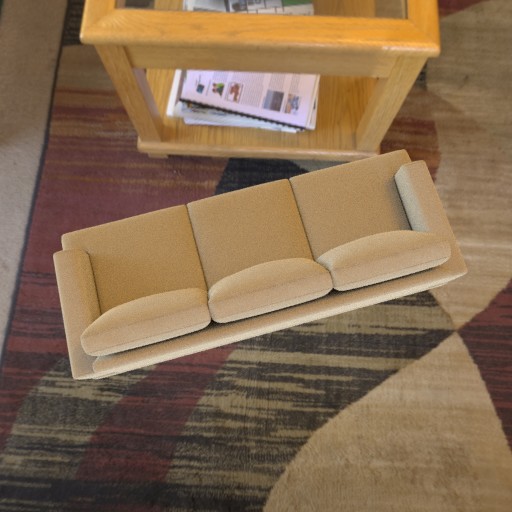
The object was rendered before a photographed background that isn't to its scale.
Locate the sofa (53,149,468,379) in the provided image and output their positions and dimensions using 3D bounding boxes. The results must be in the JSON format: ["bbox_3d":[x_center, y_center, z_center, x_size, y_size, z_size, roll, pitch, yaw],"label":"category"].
[{"bbox_3d":[0.000,0.000,2.737,2.310,0.810,0.920,-15,76,-4],"label":"sofa"}]
